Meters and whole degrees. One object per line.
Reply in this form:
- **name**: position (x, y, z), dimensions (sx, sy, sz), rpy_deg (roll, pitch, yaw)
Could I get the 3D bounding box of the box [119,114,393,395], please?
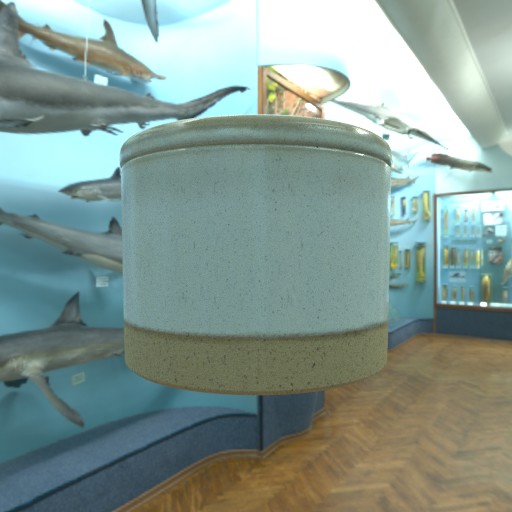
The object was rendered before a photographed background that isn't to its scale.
- **box**: position (0.000, 0.000, 0.262), dimensions (0.154, 0.123, 0.154), rpy_deg (0, 1, 0)
